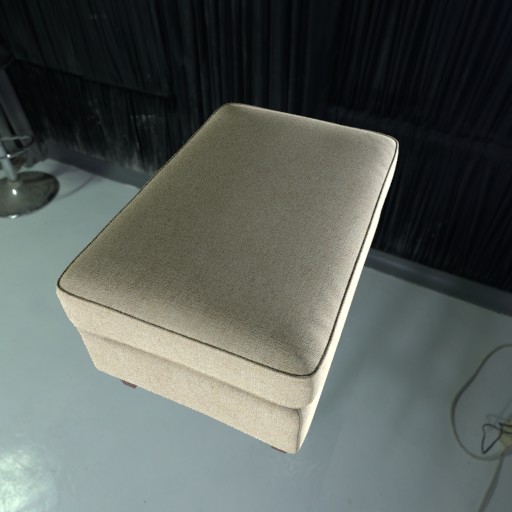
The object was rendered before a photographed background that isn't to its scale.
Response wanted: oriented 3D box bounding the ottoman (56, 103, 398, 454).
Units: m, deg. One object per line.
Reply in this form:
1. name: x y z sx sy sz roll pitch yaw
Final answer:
1. ottoman: 0.000 0.000 1.243 0.583 0.484 0.862 17 48 15
